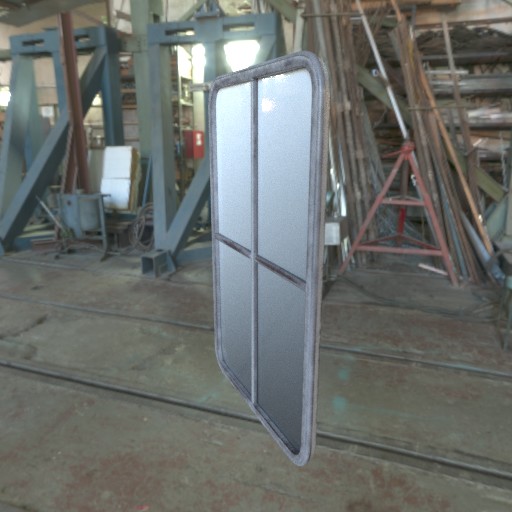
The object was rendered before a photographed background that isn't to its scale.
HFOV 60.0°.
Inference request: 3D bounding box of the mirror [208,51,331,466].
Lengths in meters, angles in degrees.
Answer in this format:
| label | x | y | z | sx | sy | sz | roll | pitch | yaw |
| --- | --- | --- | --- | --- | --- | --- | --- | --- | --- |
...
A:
| label | x | y | z | sx | sy | sz | roll | pitch | yaw |
| --- | --- | --- | --- | --- | --- | --- | --- | --- | --- |
| mirror | 0.000 | 0.000 | 0.896 | 0.024 | 0.713 | 0.461 | -7 | 17 | -25 |
